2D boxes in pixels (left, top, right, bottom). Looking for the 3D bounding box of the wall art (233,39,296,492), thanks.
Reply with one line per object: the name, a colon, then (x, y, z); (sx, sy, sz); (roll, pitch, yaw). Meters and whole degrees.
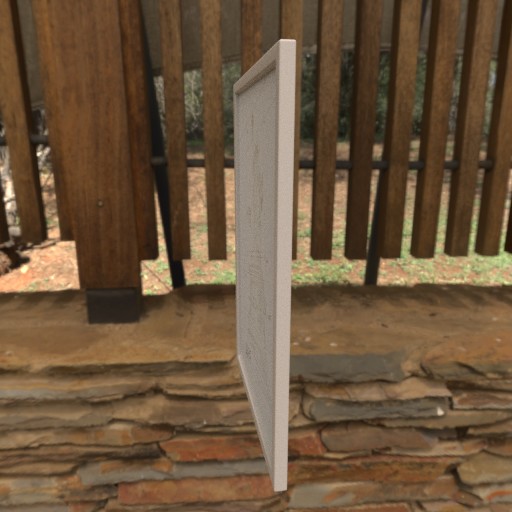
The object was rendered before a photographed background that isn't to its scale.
wall art: (0.000, 0.000, 1.033); (0.026, 0.813, 0.556); (-3, 15, -10)
